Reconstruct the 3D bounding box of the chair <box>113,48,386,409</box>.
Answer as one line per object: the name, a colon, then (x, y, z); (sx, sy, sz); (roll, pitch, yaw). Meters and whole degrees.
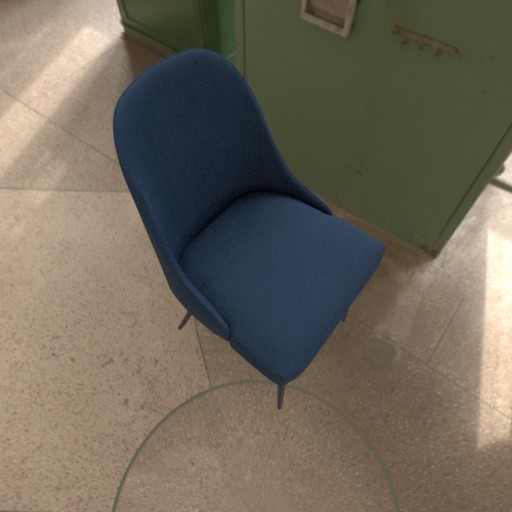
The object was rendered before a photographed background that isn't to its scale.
chair: (0.000, 0.000, 1.191); (0.559, 0.896, 0.478); (34, 64, 19)
